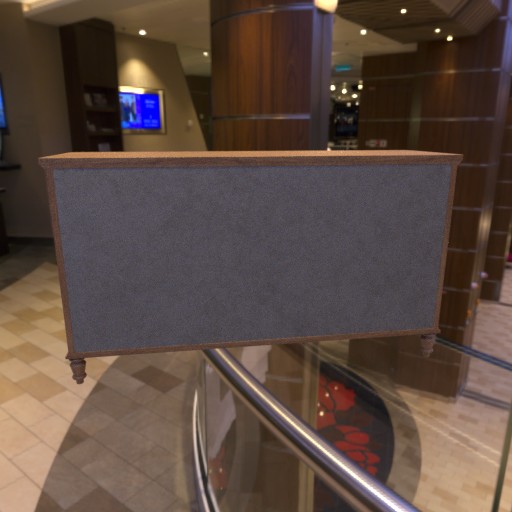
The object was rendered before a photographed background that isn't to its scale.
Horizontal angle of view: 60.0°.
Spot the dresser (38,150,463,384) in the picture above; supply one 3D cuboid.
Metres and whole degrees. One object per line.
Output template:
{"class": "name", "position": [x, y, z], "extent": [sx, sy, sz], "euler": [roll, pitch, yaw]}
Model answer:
{"class": "dresser", "position": [0.000, 0.000, 1.975], "extent": [1.583, 0.892, 0.468], "euler": [-2, 16, -8]}
